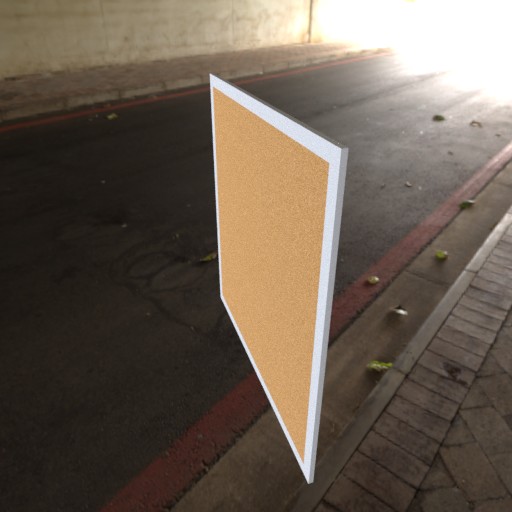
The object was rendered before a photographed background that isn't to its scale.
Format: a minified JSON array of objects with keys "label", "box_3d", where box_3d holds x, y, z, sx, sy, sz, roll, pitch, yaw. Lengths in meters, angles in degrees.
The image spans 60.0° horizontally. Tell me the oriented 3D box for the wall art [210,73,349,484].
[{"label":"wall art","box_3d":[0.000,0.000,1.191,0.013,0.813,0.812,-10,31,-16]}]
